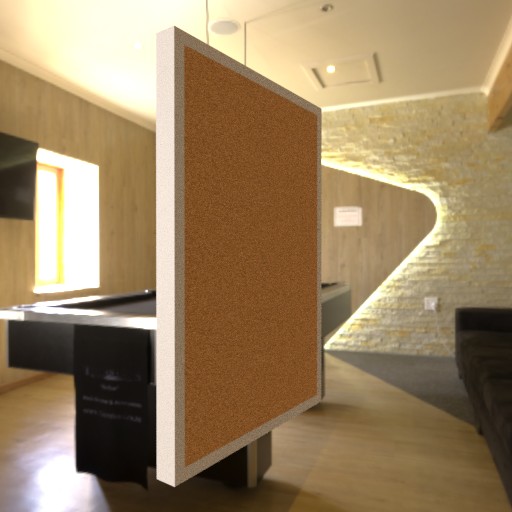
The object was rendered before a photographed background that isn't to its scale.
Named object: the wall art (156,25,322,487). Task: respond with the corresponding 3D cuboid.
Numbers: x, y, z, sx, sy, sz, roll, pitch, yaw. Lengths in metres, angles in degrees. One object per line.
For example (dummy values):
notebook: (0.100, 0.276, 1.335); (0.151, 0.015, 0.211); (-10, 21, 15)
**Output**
wall art: (0.000, 0.000, 0.824); (0.038, 0.657, 0.450); (0, 1, 36)
